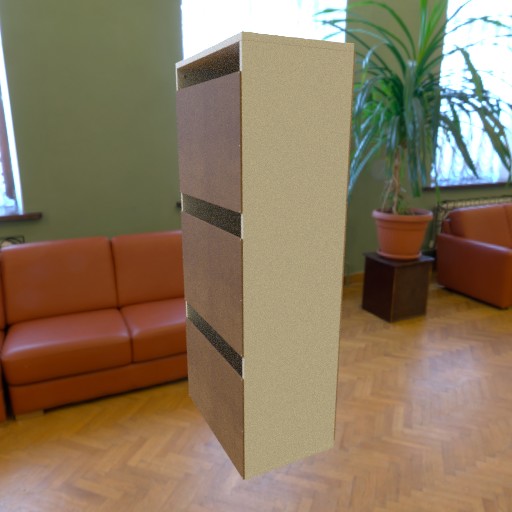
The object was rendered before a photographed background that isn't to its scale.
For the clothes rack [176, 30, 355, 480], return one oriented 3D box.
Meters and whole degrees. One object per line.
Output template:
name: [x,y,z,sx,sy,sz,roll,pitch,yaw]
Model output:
clothes rack: [0.000,0.000,1.416,0.331,1.187,0.500,-7,17,-26]
